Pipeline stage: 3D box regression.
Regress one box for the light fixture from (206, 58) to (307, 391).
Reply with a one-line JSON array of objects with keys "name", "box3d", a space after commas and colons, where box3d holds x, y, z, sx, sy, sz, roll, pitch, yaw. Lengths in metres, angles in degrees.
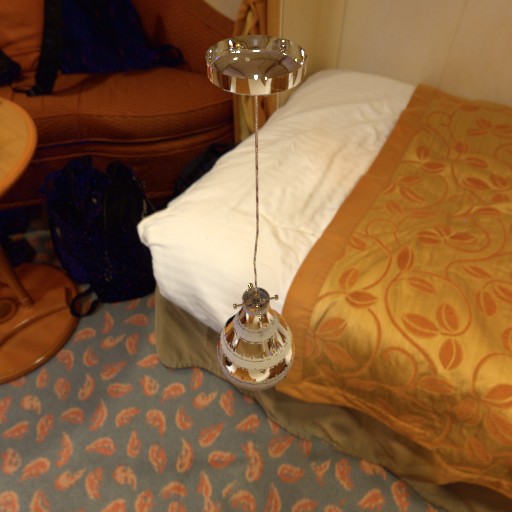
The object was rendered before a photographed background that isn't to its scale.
[{"name": "light fixture", "box3d": [0.000, 0.000, 1.622, 0.374, 1.457, 0.374, -11, 49, -10]}]
